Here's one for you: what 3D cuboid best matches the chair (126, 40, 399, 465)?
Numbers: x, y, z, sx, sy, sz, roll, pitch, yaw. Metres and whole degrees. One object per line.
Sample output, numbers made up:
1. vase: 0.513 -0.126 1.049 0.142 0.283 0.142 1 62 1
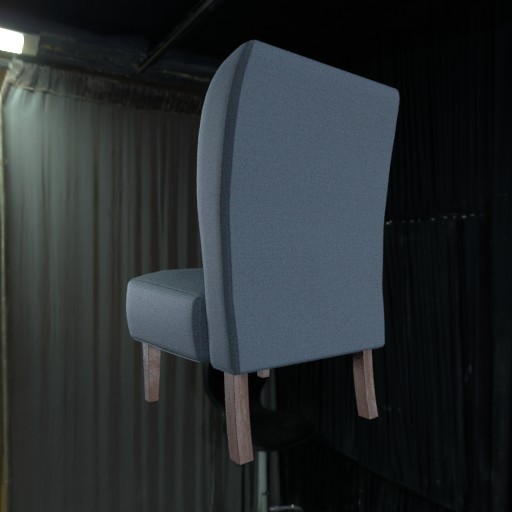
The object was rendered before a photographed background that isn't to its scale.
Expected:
1. chair: 0.000 0.000 1.172 0.513 0.804 0.592 0 0 -37
